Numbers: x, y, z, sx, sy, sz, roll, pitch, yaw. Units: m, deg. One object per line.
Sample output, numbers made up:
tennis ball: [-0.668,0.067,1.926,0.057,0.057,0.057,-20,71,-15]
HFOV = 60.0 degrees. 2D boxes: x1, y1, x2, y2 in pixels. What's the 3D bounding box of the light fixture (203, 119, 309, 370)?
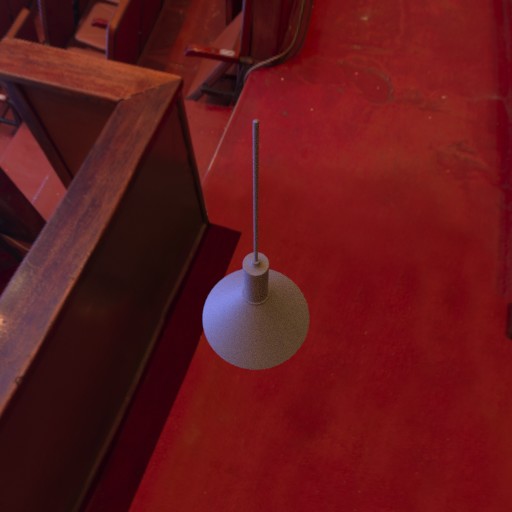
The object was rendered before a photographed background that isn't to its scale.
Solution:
light fixture: [0.000,0.000,0.814,0.267,0.683,0.267,15,64,7]
